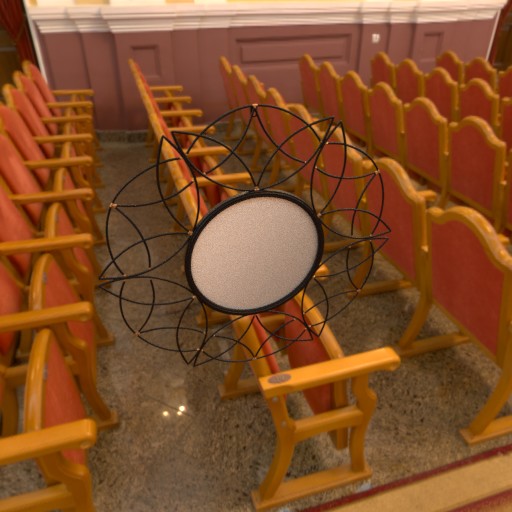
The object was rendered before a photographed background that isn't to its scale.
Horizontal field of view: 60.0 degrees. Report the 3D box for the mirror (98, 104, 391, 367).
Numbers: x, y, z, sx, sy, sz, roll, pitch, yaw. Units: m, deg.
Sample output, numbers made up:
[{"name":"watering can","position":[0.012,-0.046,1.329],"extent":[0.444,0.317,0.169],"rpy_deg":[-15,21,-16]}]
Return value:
[{"name":"mirror","position":[0.000,0.000,1.163],"extent":[0.797,0.775,0.028],"rpy_deg":[-10,34,-14]}]
